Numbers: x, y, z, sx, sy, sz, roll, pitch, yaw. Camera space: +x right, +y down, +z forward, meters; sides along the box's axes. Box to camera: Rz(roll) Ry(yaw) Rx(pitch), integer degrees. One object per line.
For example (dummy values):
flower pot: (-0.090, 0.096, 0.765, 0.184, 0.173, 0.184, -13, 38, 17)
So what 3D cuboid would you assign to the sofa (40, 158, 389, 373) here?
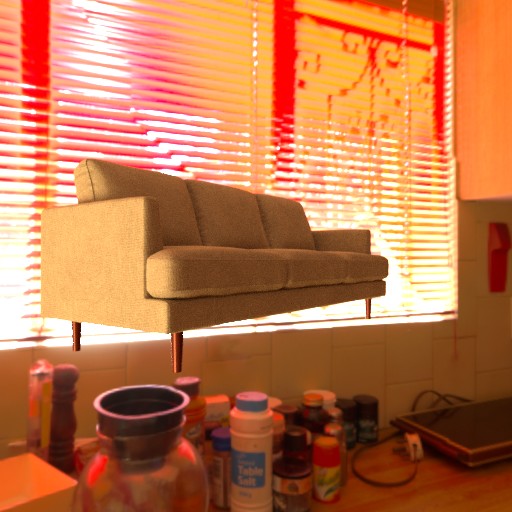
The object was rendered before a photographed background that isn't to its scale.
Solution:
sofa: (0.000, 0.000, 2.714, 0.903, 0.930, 2.246, -1, -1, 36)
